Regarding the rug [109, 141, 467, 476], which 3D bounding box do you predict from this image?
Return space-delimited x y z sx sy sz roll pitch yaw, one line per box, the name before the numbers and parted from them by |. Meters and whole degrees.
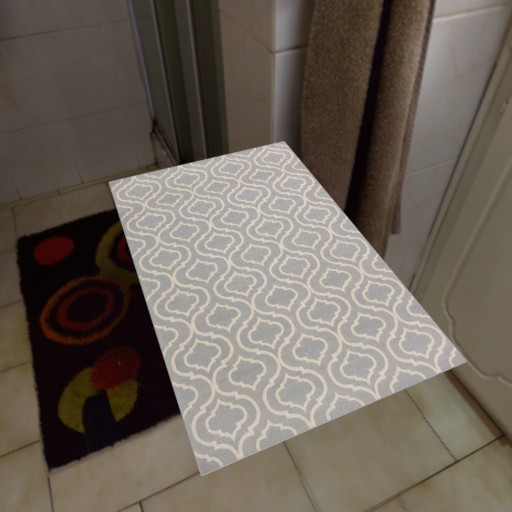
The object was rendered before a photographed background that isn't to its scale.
rug | 0.000 0.000 2.209 1.141 0.015 1.749 -17 50 -15
